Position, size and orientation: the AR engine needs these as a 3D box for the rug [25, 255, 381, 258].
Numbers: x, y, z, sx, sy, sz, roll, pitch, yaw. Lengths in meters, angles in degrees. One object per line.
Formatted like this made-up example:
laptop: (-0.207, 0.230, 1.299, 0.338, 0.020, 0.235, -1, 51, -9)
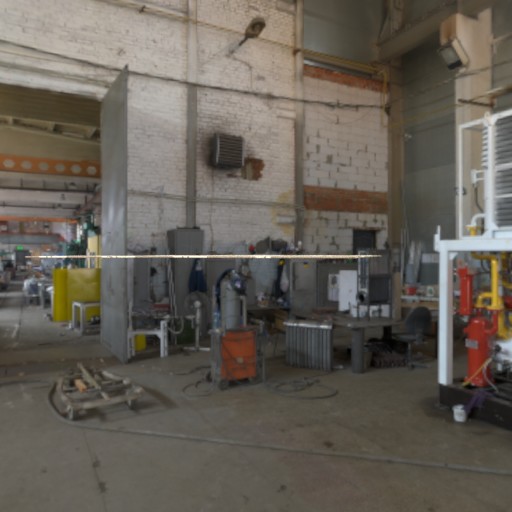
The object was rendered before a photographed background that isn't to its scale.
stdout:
rug: (0.000, 0.000, 2.195, 1.142, 0.010, 1.748, 0, 0, 18)
